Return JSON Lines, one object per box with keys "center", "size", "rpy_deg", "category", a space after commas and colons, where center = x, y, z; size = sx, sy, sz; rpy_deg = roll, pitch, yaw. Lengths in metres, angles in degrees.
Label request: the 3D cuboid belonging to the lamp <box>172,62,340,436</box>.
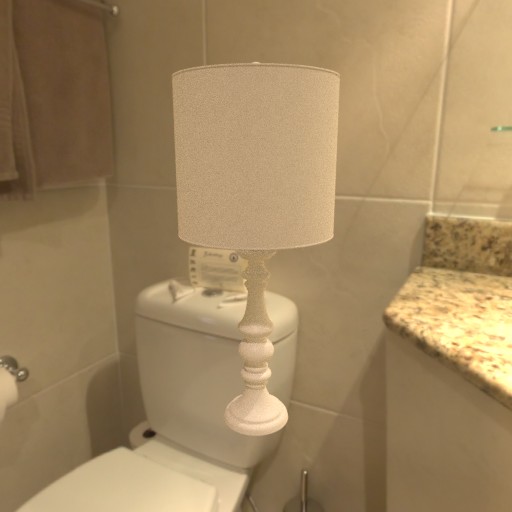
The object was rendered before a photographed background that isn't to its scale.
{"center": [0.000, 0.000, 0.735], "size": [0.250, 0.597, 0.250], "rpy_deg": [-2, 14, -9], "category": "lamp"}
